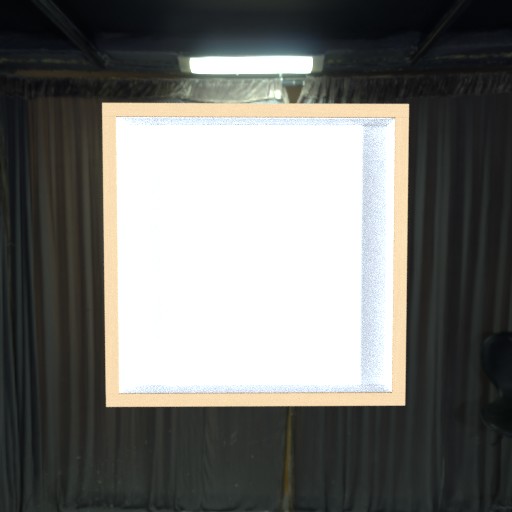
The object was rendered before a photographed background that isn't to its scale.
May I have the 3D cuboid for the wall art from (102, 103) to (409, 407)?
[{"bbox_3d":[0.000,0.000,0.610,0.405,0.405,0.038,0,2,-1],"label":"wall art"}]
